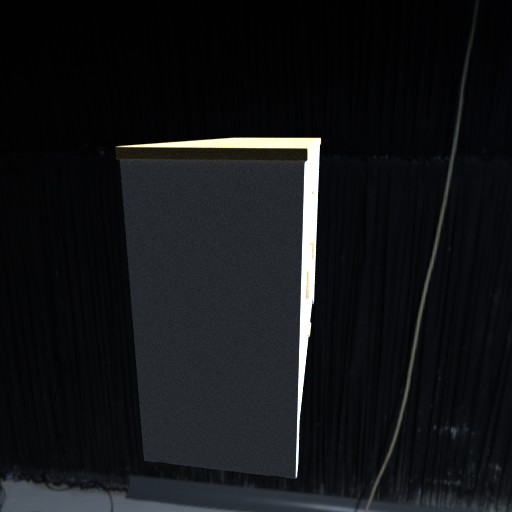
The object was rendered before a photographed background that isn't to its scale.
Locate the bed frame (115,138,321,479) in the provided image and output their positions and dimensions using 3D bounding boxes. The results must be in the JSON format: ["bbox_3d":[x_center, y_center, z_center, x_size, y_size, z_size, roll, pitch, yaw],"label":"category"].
[{"bbox_3d":[0.000,0.000,1.691,0.430,0.850,1.300,2,16,9],"label":"bed frame"}]
